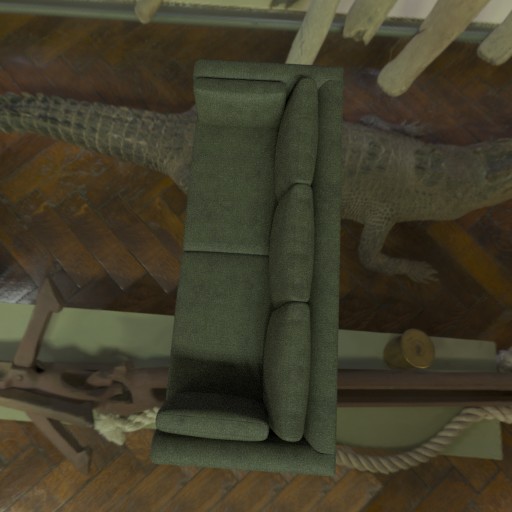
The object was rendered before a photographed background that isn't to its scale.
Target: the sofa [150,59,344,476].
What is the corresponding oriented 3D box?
[{"bbox_3d":[0.000,0.000,2.854,0.969,0.867,2.415,4,76,1],"label":"sofa"}]
